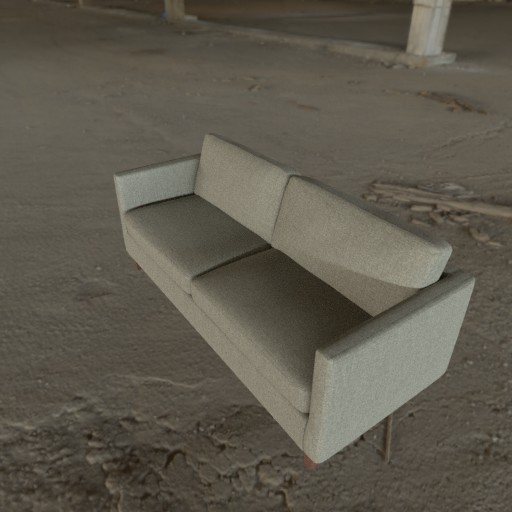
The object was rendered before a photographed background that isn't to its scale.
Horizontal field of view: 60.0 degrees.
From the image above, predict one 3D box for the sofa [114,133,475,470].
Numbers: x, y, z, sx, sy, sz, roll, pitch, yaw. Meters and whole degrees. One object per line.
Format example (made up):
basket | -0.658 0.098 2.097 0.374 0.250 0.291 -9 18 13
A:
sofa | 0.000 0.000 2.693 0.956 0.960 2.208 -21 38 -29
